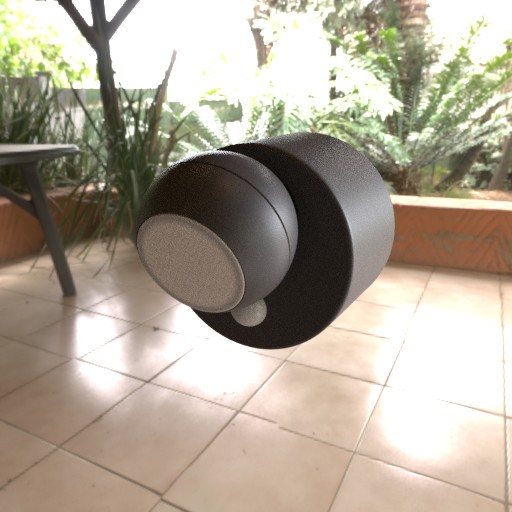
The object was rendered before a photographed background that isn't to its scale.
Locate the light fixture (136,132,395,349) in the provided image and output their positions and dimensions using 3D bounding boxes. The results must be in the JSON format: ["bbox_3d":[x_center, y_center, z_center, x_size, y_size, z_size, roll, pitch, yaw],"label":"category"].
[{"bbox_3d":[0.000,0.000,0.267,0.134,0.143,0.160,8,18,26],"label":"light fixture"}]
